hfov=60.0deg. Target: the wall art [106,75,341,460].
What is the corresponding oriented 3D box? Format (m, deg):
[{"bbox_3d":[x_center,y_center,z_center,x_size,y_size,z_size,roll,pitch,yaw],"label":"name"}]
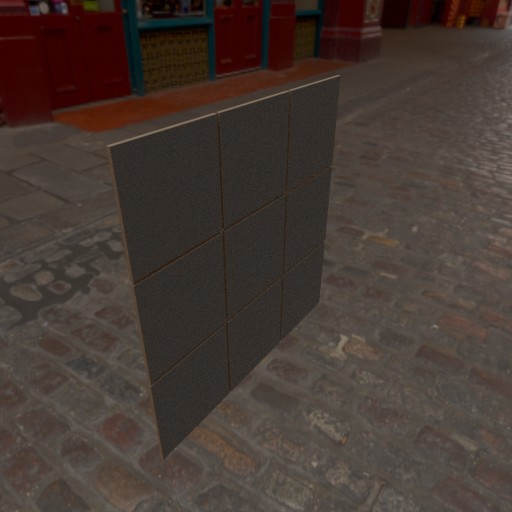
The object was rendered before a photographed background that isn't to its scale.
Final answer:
[{"bbox_3d":[0.000,0.000,2.251,0.017,1.521,1.527,21,37,30],"label":"wall art"}]
